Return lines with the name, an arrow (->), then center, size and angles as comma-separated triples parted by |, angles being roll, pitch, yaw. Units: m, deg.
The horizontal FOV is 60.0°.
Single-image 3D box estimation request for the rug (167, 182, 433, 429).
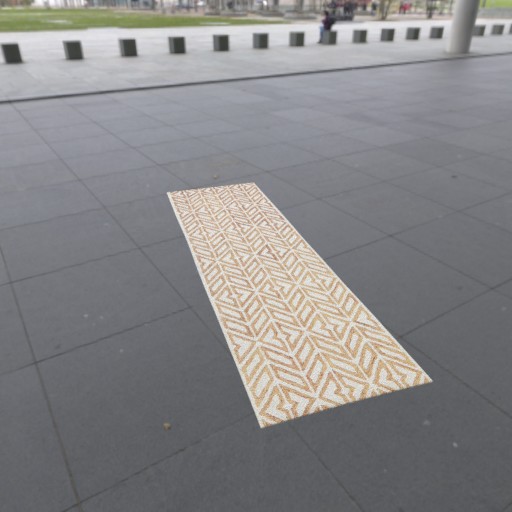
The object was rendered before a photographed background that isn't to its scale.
rug -> 0.000, 0.000, 2.732 | 0.750, 0.009, 2.435 | -9, 31, -16
